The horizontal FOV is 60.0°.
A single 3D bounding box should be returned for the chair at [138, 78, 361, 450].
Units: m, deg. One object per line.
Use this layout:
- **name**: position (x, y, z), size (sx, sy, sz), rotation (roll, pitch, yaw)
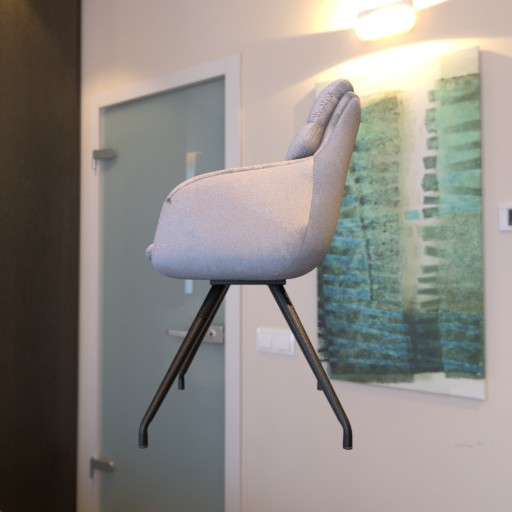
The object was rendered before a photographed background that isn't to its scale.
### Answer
- **chair**: position (0.000, 0.000, 1.262), size (0.569, 0.888, 0.579), rotation (0, -1, 1)
